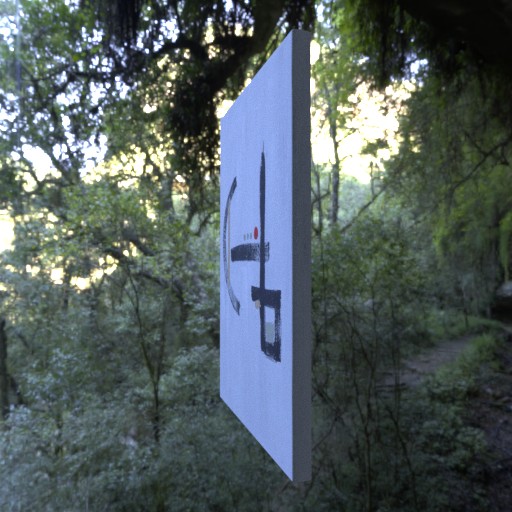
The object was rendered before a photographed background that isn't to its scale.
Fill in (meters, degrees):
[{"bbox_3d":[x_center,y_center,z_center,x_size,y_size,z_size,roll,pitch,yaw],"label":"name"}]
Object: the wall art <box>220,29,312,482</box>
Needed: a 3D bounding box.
[{"bbox_3d":[0.000,0.000,1.182,0.048,0.916,0.602,0,-1,-19],"label":"wall art"}]
